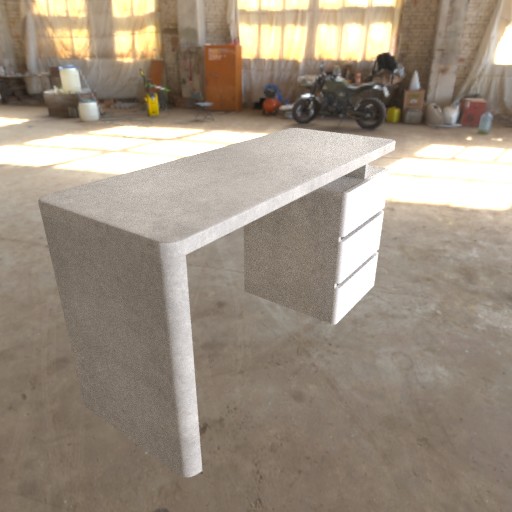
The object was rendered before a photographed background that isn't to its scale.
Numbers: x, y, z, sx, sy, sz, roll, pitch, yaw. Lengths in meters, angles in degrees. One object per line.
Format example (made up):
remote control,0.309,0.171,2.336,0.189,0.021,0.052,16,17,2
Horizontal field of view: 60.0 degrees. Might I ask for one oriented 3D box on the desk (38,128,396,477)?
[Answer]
desk,0.000,0.000,1.774,0.550,0.755,1.400,18,31,32
